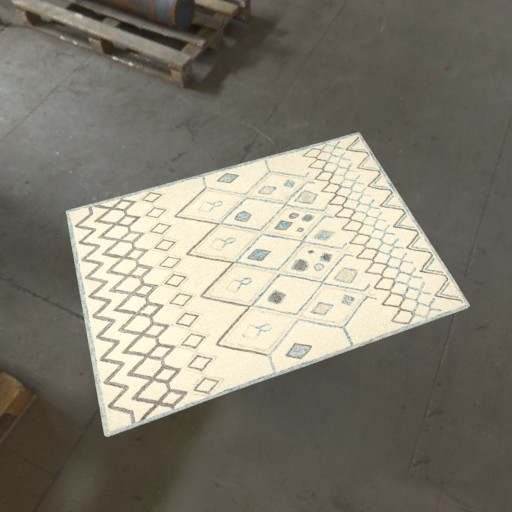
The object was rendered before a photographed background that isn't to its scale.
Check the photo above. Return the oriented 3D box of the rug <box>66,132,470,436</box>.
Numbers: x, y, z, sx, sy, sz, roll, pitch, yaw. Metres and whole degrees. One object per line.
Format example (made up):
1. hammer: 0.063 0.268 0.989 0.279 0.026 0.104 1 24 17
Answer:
1. rug: 0.000 0.000 2.346 1.820 0.009 1.260 -17 62 -10
